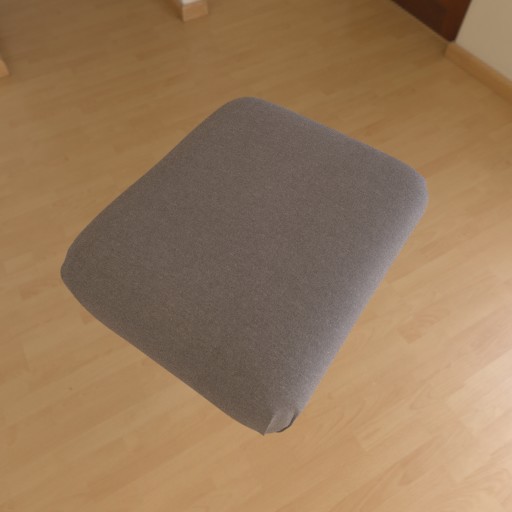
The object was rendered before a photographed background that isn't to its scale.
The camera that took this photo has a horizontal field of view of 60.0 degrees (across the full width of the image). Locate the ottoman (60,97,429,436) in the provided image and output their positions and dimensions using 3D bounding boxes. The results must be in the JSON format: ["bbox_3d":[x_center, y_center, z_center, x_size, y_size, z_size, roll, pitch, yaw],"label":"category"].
[{"bbox_3d":[0.000,0.000,1.157,0.622,0.450,0.747,30,62,18],"label":"ottoman"}]
